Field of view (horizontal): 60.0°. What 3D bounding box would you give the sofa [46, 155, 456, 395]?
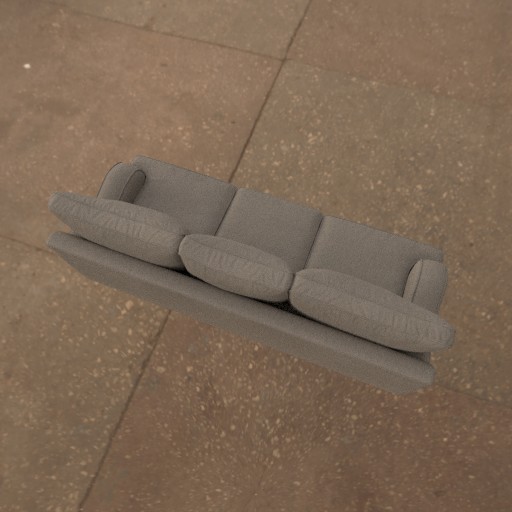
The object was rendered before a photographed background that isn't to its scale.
[{"bbox_3d":[0.000,0.000,2.872,2.323,0.991,1.016,19,63,10],"label":"sofa"}]
